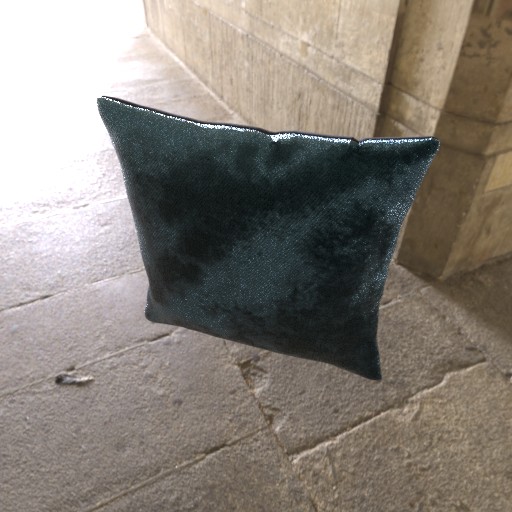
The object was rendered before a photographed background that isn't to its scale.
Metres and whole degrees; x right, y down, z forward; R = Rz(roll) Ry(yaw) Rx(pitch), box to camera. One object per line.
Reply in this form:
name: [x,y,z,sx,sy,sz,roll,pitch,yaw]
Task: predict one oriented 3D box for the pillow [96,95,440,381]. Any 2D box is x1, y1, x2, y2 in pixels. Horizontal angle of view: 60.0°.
pillow: [0.000,0.000,0.646,0.436,0.430,0.138,12,43,14]
